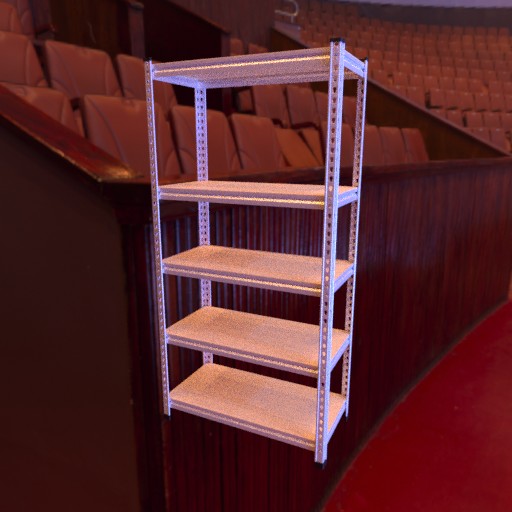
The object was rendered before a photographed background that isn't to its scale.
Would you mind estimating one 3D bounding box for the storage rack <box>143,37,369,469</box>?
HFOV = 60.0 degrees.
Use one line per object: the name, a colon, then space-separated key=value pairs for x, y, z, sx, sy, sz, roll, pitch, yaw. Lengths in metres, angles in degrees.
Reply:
storage rack: x=0.000 y=0.000 z=2.211 sx=0.914 sy=1.829 sz=0.457 roll=7 pitch=16 yaw=25
